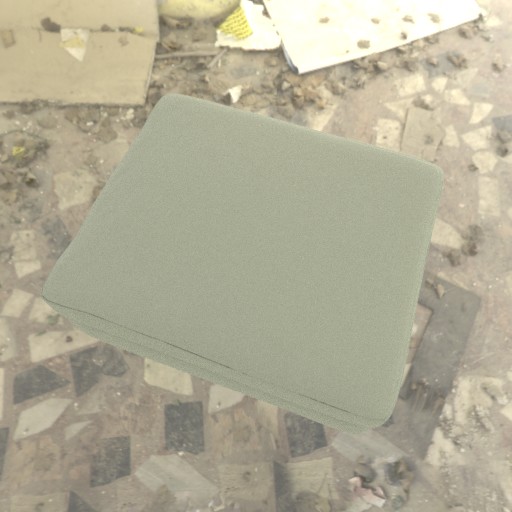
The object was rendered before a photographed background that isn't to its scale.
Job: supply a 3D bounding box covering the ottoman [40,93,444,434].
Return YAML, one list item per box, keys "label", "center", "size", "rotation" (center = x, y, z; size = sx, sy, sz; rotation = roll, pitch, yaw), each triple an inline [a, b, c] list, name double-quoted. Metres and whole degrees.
- label: "ottoman"
  center: [0.000, 0.000, 1.472]
  size: [0.991, 0.494, 0.842]
  rotation: [18, 65, 9]
